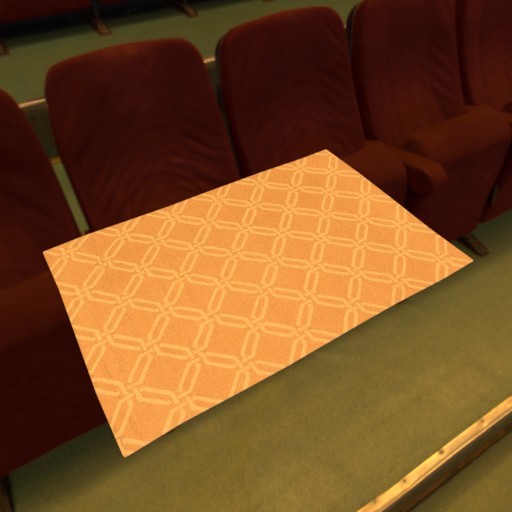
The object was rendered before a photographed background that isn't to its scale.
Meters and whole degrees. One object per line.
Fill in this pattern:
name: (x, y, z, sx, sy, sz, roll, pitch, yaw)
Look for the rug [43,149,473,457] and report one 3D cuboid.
rug: (0.000, 0.000, 2.128, 1.745, 0.010, 1.146, -24, 50, -21)
